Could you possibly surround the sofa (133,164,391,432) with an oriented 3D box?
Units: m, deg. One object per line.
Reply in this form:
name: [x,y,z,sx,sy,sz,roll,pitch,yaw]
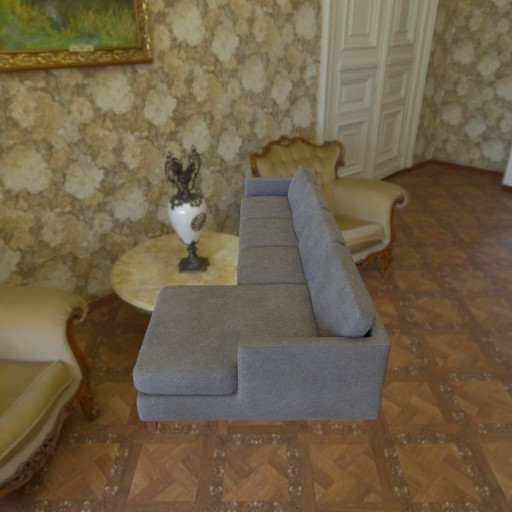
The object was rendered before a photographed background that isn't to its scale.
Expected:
sofa: [0.000,0.000,4.258,1.604,0.950,3.471,0,27,-1]
